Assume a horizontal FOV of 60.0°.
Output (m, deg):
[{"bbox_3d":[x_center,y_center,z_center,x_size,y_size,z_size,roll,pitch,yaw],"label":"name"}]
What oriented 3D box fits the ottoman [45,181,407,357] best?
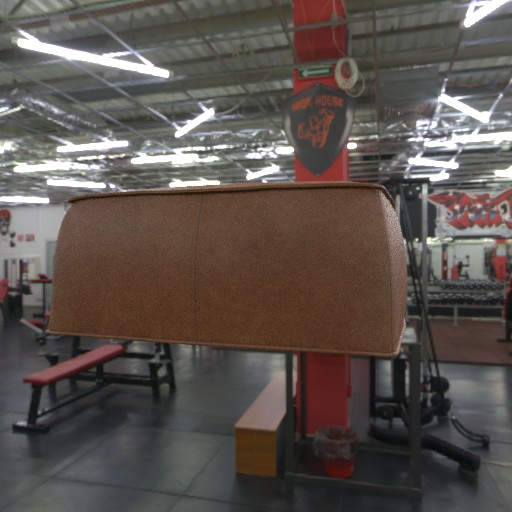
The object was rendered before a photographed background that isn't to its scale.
[{"bbox_3d":[0.000,0.000,1.398,0.901,0.395,0.902,0,0,18],"label":"ottoman"}]
